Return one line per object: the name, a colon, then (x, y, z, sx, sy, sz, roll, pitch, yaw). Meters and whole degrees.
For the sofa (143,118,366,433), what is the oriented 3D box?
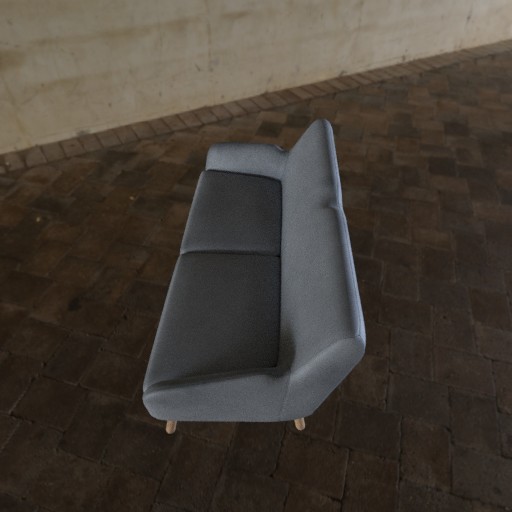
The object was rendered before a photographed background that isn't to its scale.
sofa: (0.000, 0.000, 2.359, 0.850, 0.810, 1.870, 2, 42, 2)
